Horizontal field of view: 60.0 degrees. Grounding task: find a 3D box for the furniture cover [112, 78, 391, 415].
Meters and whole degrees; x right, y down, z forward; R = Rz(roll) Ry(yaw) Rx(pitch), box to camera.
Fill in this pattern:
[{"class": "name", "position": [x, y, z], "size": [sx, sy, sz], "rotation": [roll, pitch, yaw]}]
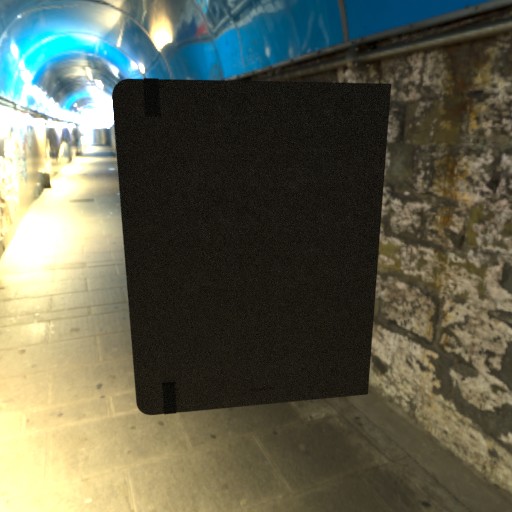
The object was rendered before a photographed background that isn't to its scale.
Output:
[{"class": "furniture cover", "position": [0.000, 0.000, 0.382], "size": [0.216, 0.281, 0.023], "rotation": [-2, 15, -9]}]
